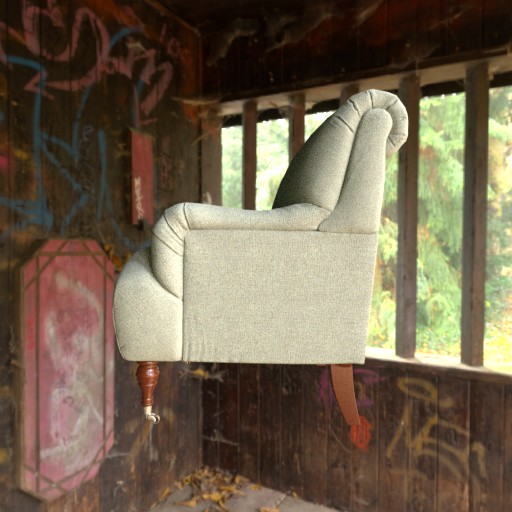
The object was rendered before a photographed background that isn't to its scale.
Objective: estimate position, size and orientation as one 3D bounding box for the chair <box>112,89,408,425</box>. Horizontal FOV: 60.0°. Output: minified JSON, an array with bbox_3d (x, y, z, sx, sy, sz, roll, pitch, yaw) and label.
[{"bbox_3d":[0.000,0.000,1.961,1.060,1.178,0.964,0,2,0],"label":"chair"}]
